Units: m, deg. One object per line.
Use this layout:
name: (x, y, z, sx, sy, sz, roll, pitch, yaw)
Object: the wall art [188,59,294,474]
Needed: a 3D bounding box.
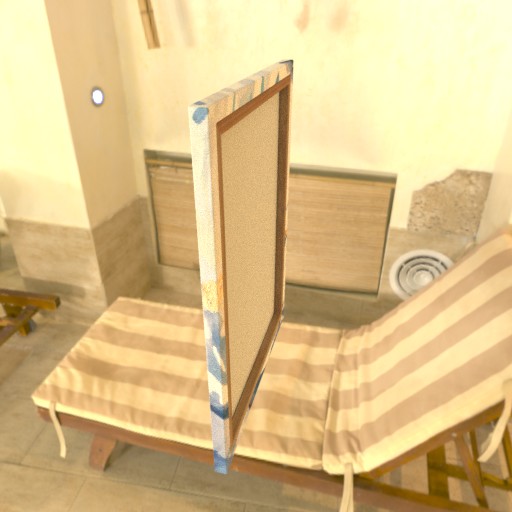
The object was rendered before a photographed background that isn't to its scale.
wall art: (0.000, 0.000, 1.336, 0.038, 1.015, 0.761, 8, 31, 13)
